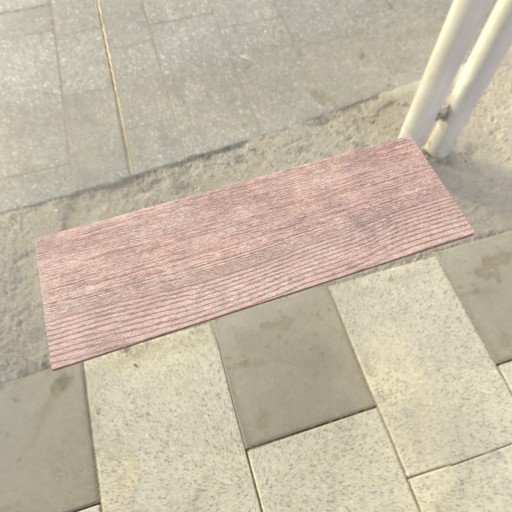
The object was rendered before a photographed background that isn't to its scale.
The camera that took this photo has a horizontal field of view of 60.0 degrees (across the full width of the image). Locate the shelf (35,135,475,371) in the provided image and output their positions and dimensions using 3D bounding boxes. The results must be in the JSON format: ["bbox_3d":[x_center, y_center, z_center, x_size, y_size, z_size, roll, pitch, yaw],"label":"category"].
[{"bbox_3d":[0.000,0.000,0.699,0.610,0.125,0.200,-17,64,-9],"label":"shelf"}]
